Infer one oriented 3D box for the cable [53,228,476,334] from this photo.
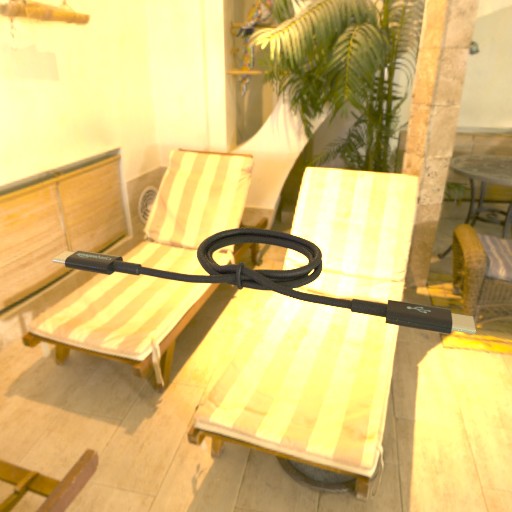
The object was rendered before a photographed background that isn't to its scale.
[{"bbox_3d":[0.000,0.000,0.230,0.203,0.014,0.070,8,27,16],"label":"cable"}]
